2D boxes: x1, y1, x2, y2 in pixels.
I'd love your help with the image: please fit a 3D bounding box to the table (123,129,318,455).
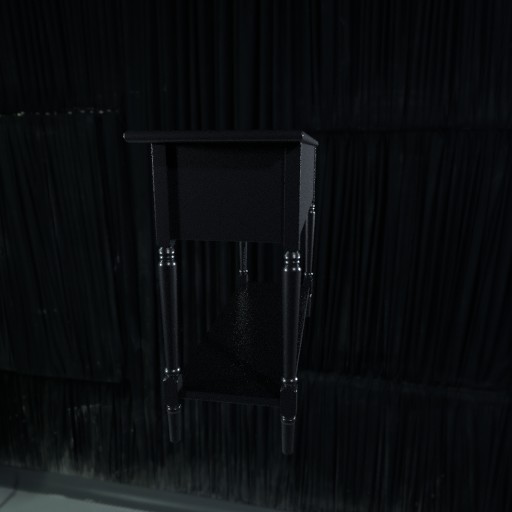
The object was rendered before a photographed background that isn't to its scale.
[{"bbox_3d":[0.000,0.000,1.586,0.386,0.819,1.191,2,14,9],"label":"table"}]
